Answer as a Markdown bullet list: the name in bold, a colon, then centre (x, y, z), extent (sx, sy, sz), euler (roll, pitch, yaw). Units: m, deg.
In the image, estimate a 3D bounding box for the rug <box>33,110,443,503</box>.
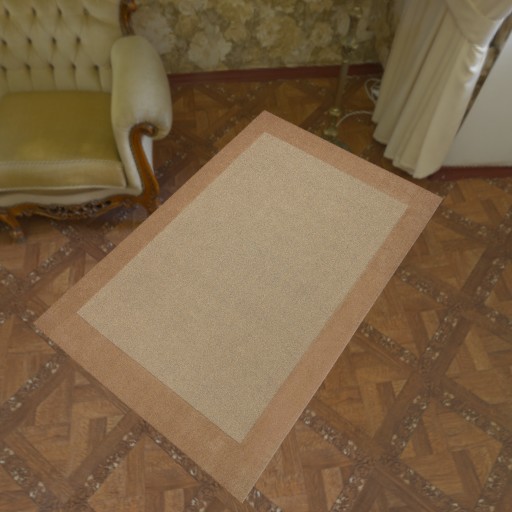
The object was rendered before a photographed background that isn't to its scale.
- **rug**: centre (0.000, 0.000, 2.247), extent (1.219, 0.014, 1.829), euler (32, 63, 18)
